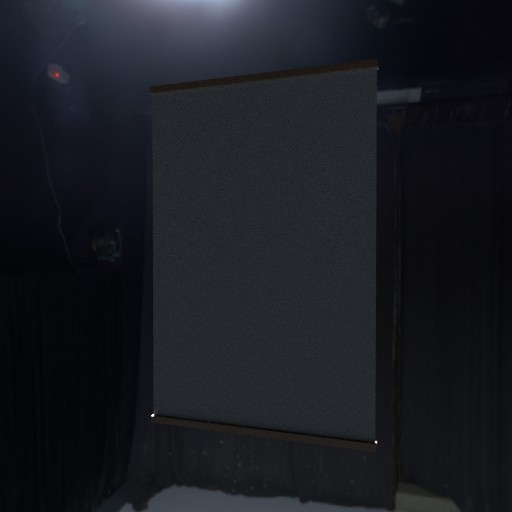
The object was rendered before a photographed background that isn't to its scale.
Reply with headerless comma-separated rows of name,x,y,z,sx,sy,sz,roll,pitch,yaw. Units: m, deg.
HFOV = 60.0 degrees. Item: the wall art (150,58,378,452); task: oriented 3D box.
wall art,0.000,0.000,1.873,0.990,1.519,0.030,0,1,17
